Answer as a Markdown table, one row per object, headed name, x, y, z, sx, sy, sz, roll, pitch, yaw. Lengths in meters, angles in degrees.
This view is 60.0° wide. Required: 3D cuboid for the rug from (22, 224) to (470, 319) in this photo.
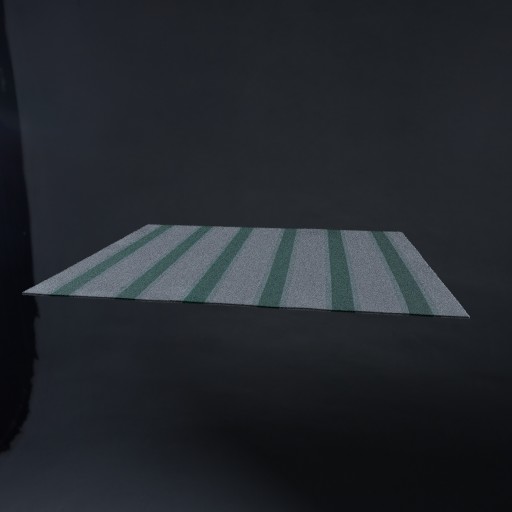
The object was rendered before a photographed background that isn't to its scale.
| name | x | y | z | sx | sy | sz | roll | pitch | yaw |
| --- | --- | --- | --- | --- | --- | --- | --- | --- | --- |
| rug | 0.000 | 0.000 | 4.116 | 3.041 | 0.019 | 2.434 | 2 | 16 | 8 |
